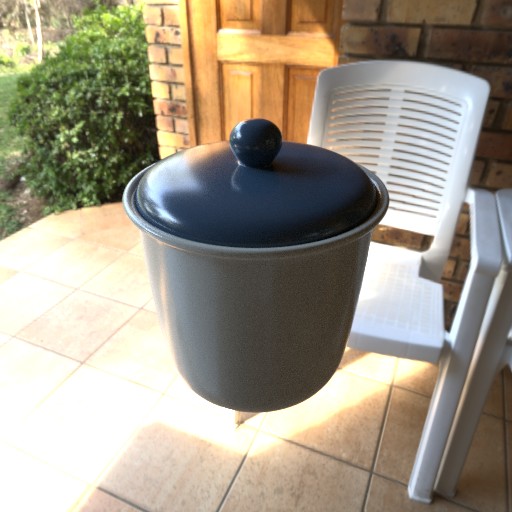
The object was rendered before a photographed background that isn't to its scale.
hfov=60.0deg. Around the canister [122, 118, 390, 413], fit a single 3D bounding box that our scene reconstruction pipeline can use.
[{"bbox_3d":[0.000,0.000,0.342,0.182,0.208,0.182,0,32,0],"label":"canister"}]
